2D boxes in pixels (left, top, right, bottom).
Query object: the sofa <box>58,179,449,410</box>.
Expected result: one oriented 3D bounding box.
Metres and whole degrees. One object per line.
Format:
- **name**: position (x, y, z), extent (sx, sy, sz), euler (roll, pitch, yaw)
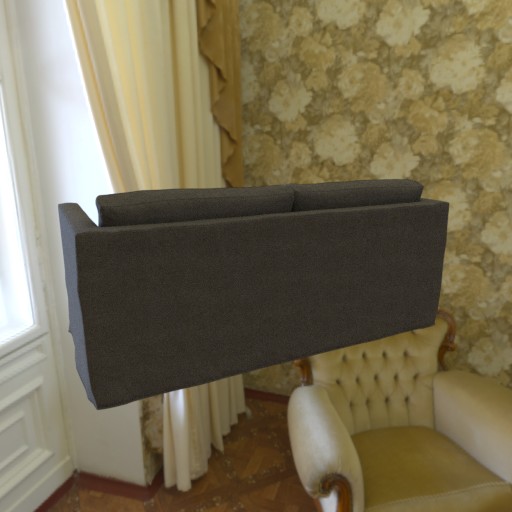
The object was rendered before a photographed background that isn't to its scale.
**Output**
- **sofa**: position (0.000, 0.000, 2.492), extent (1.982, 0.855, 0.953), euler (-7, 16, -26)
